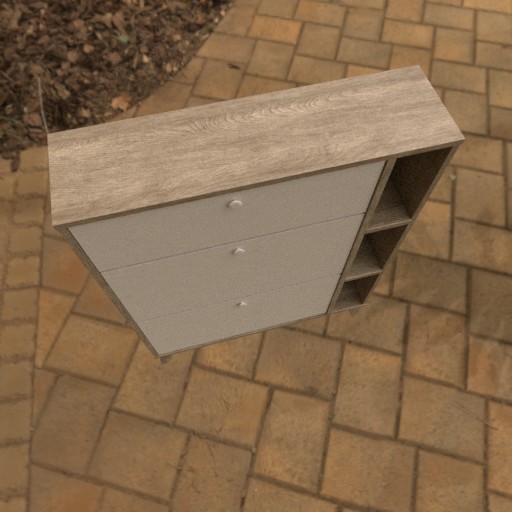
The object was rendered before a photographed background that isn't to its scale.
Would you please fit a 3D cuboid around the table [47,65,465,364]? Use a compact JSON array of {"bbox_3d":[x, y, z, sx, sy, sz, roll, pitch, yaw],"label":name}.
[{"bbox_3d":[0.000,0.000,1.493,0.902,1.135,0.256,-13,63,-7],"label":"table"}]
